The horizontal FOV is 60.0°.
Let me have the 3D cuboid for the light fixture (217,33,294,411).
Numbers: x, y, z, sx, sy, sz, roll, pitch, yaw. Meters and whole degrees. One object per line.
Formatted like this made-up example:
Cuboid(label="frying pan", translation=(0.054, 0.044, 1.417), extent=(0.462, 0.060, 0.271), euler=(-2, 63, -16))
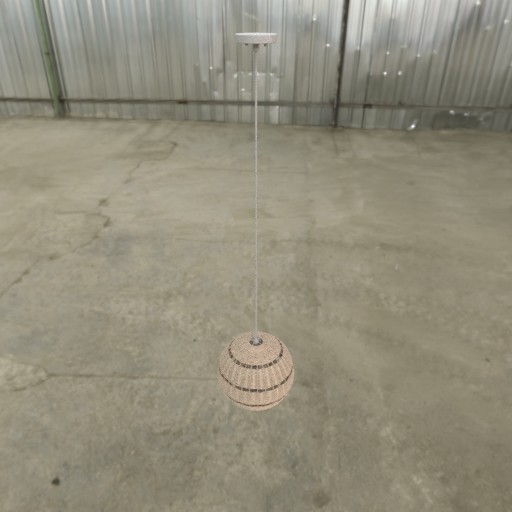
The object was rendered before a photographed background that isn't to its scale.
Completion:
Cuboid(label="light fixture", translation=(0.000, 0.000, 2.251), extent=(0.457, 2.019, 0.457), euler=(18, 34, 29))
